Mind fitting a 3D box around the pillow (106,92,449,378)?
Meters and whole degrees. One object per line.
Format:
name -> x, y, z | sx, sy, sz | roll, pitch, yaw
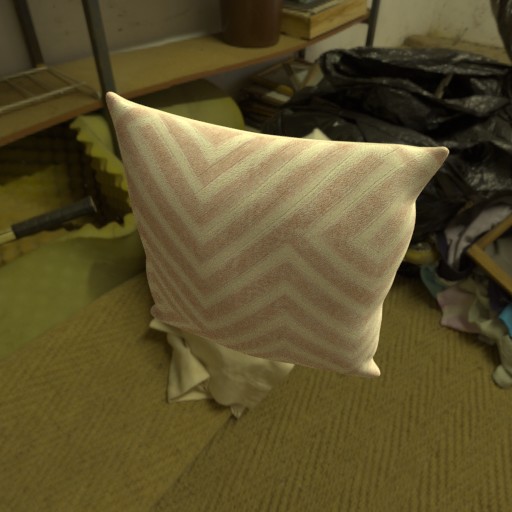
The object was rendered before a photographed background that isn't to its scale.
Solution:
pillow -> 0.000, 0.000, 0.665 | 0.440, 0.441, 0.182 | 13, 42, 15
